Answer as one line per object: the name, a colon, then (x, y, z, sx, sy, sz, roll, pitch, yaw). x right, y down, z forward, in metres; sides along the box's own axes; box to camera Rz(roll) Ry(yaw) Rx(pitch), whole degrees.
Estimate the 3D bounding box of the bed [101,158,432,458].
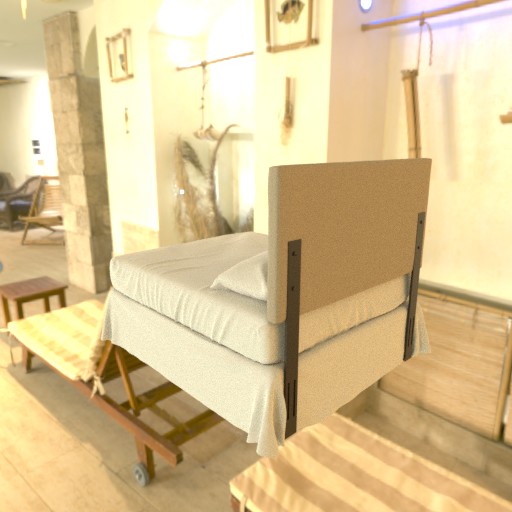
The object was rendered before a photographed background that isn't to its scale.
bed: (0.000, 0.000, 3.609, 1.936, 1.577, 2.222, -13, 19, -41)
